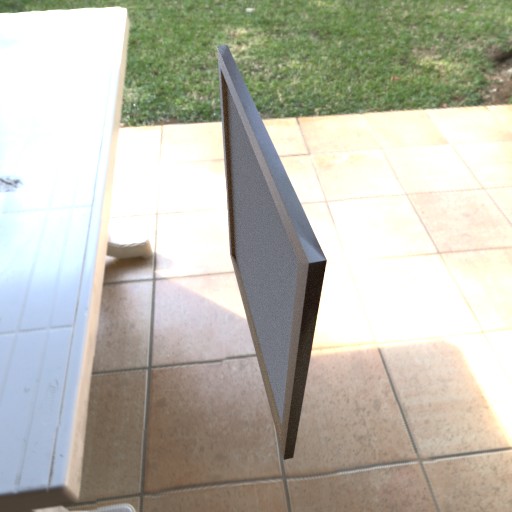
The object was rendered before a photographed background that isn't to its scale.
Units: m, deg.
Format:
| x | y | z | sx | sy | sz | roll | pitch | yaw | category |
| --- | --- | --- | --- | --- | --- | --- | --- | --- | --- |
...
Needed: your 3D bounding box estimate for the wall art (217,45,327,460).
| x | y | z | sx | sy | sz | roll | pitch | yaw | category |
| --- | --- | --- | --- | --- | --- | --- | --- | --- | --- |
| 0.000 | 0.000 | 1.139 | 0.027 | 0.762 | 0.762 | -9 | 47 | -9 | wall art |
